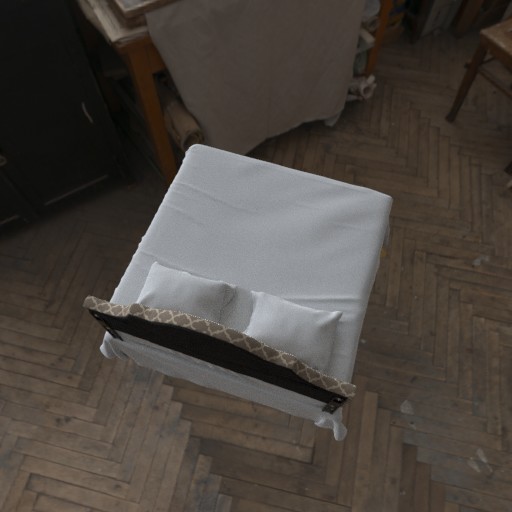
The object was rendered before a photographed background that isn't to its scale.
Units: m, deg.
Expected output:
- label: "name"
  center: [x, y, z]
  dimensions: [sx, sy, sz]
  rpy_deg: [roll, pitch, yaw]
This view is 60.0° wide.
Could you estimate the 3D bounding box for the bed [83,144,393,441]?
- label: "bed"
  center: [0.000, 0.000, 3.784]
  dimensions: [2.314, 1.601, 2.222]
  rpy_deg: [17, 64, 9]
